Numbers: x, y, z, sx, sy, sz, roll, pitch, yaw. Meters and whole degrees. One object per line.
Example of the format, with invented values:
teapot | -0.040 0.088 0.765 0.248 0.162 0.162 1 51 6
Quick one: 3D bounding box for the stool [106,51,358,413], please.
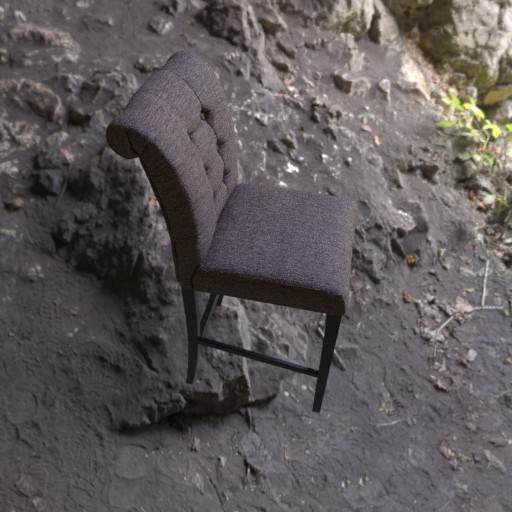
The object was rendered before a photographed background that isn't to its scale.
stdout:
stool | 0.000 0.000 1.459 0.613 1.131 0.452 9 46 9
